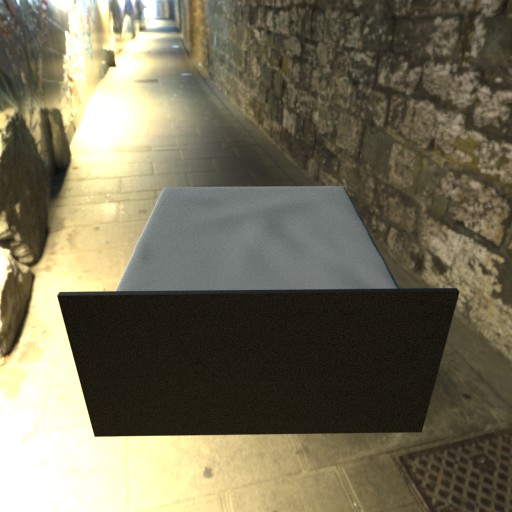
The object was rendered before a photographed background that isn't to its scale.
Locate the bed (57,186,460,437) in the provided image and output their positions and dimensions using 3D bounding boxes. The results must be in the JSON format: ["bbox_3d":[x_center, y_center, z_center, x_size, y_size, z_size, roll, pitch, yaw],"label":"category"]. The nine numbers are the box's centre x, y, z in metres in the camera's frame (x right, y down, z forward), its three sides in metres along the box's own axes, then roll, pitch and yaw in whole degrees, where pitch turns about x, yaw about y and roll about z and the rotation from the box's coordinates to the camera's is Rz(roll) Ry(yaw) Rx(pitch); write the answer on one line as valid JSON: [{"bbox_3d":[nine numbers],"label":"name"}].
[{"bbox_3d":[0.000,0.000,2.841,1.585,0.823,2.073,0,29,-1],"label":"bed"}]
